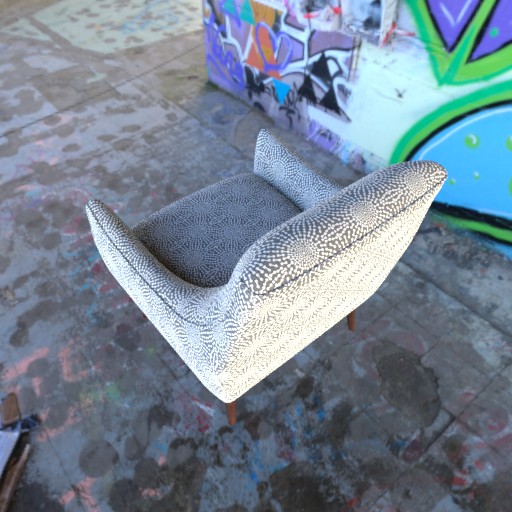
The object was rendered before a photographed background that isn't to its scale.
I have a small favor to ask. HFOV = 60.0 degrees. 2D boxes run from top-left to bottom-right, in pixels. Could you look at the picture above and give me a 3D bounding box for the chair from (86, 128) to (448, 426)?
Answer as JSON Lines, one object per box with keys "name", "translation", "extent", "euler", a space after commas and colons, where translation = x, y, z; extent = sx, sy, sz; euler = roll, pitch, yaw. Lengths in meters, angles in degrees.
{"name": "chair", "translation": [0.000, 0.000, 1.431], "extent": [0.762, 0.838, 0.787], "euler": [-31, 53, -26]}
